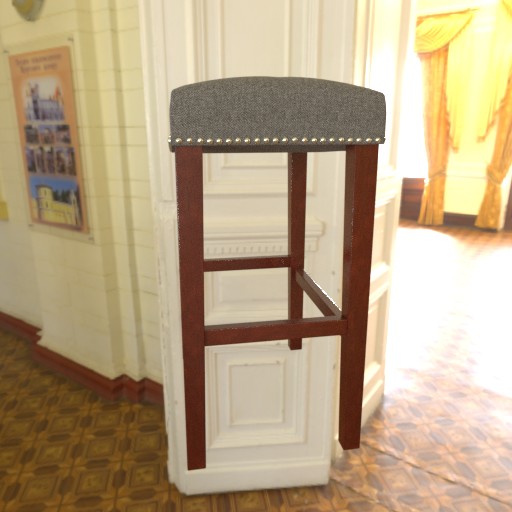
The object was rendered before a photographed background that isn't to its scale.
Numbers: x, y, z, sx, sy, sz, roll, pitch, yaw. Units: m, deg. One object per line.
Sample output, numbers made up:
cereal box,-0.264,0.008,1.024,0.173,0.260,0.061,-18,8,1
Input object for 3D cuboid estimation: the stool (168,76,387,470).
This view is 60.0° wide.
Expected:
stool,0.000,0.000,1.039,0.372,0.742,0.504,-3,16,-10
